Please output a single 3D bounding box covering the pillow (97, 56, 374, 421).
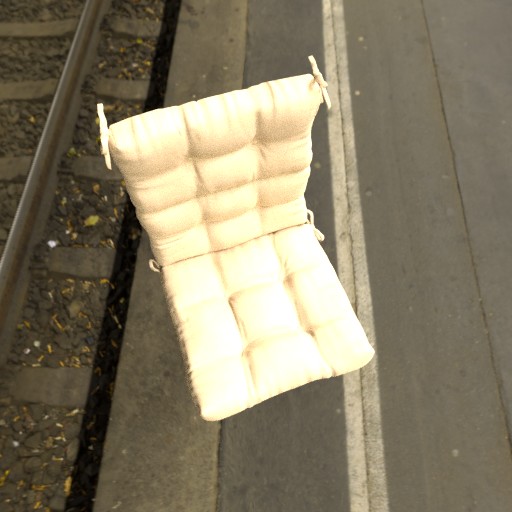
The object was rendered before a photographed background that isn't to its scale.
[{"bbox_3d":[0.000,0.000,1.044,0.519,0.605,0.571,-17,64,-9],"label":"pillow"}]
